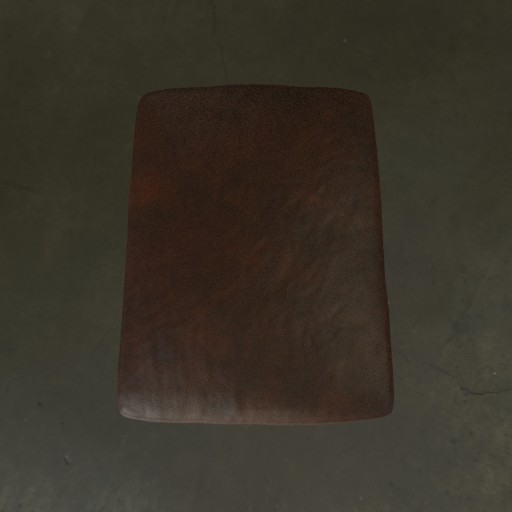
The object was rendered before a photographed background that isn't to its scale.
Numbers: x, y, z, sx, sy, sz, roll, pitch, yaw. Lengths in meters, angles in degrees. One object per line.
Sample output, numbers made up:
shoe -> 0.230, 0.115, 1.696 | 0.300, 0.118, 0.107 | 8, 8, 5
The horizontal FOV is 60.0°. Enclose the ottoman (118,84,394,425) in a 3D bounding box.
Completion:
ottoman -> 0.000, 0.000, 1.283 | 0.659, 0.527, 0.887 | 0, 76, 0
